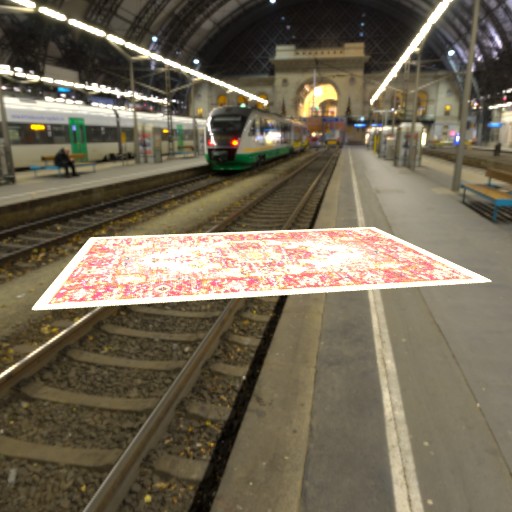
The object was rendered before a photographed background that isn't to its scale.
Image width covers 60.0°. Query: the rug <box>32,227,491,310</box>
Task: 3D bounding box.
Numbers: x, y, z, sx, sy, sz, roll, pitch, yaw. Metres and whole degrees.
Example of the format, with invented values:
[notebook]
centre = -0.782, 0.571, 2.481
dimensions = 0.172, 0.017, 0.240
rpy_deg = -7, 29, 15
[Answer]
[rug]
centre = 0.000, 0.000, 1.081
dimensions = 0.868, 0.004, 0.556
rpy_deg = -3, 15, -10
